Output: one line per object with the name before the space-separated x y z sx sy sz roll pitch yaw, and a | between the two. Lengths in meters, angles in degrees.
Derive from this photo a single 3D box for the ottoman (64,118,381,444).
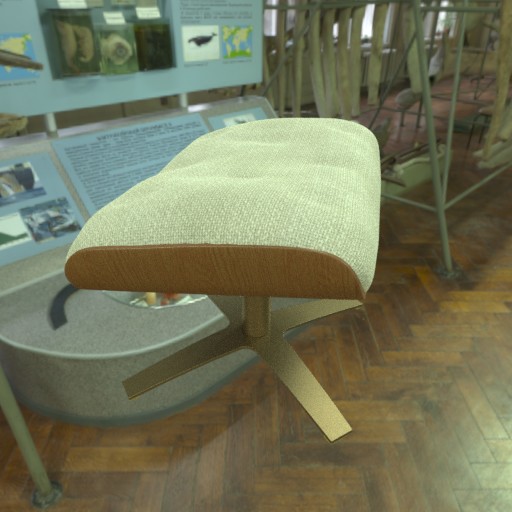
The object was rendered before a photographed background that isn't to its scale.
ottoman | 0.000 0.000 0.773 0.394 0.391 0.520 7 31 12
